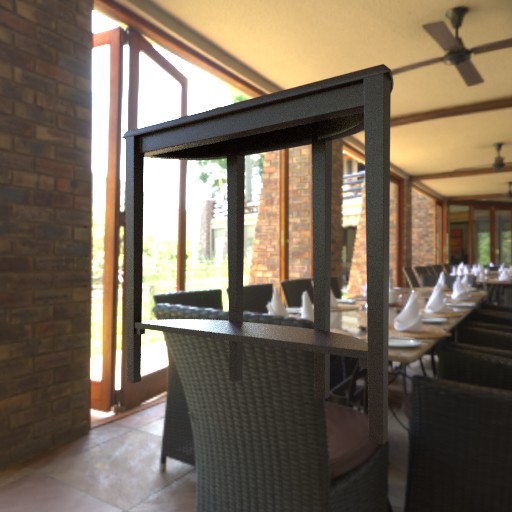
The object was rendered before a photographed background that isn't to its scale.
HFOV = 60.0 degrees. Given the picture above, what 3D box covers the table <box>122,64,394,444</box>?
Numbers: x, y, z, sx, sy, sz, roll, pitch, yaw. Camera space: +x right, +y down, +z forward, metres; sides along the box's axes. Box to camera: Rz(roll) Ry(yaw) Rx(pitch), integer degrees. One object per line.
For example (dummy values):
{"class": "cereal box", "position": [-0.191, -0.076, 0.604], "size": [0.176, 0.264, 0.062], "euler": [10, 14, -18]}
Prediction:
{"class": "table", "position": [0.000, 0.000, 1.328], "size": [0.909, 0.831, 0.274], "euler": [0, -1, 36]}
